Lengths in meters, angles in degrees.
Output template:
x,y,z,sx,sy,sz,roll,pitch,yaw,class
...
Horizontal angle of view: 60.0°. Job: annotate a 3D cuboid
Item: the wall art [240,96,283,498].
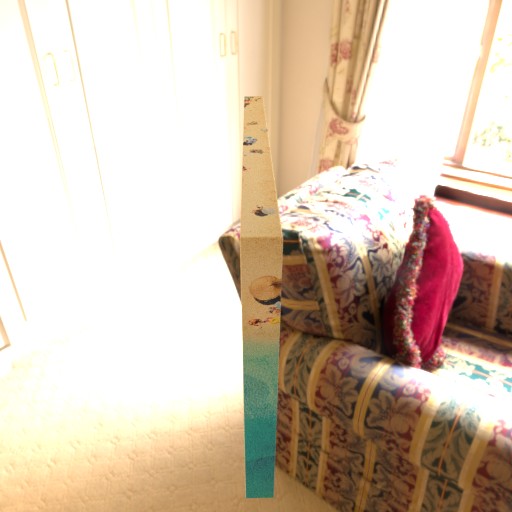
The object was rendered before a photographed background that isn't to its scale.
x,y,z,sx,sy,sz,roll,pitch,yaw,class
0.000,0.000,0.761,0.039,0.406,0.609,0,31,-1,wall art
